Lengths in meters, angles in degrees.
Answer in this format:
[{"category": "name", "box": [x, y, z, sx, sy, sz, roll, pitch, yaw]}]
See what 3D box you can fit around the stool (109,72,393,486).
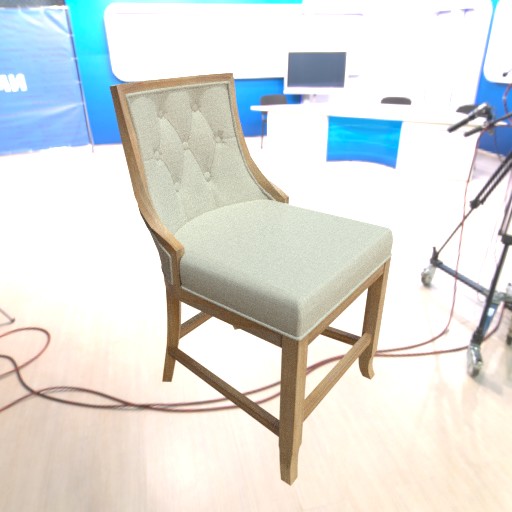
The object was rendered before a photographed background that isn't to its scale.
[{"category": "stool", "box": [0.000, 0.000, 1.289, 0.626, 0.938, 0.524, 19, 33, 33]}]
